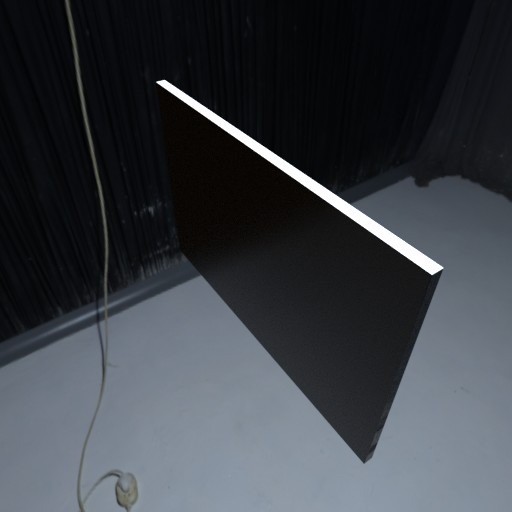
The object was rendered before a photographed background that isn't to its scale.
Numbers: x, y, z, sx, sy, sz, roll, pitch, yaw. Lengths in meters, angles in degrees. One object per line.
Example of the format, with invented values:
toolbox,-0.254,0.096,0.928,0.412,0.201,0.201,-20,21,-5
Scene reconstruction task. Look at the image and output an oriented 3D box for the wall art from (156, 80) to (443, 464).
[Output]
wall art,0.000,0.000,1.133,0.027,0.610,0.932,-24,47,-25
